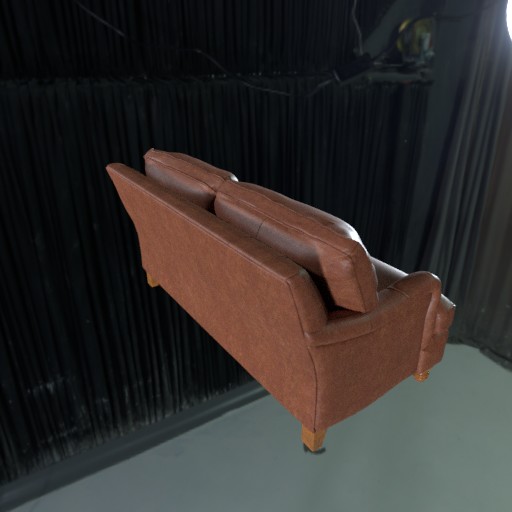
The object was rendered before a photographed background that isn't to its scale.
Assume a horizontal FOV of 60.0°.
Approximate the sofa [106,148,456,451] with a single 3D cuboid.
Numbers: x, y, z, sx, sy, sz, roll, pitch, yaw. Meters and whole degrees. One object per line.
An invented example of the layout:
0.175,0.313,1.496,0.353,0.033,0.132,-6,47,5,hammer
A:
0.000,0.000,2.802,1.147,1.071,2.144,-17,30,-31,sofa
